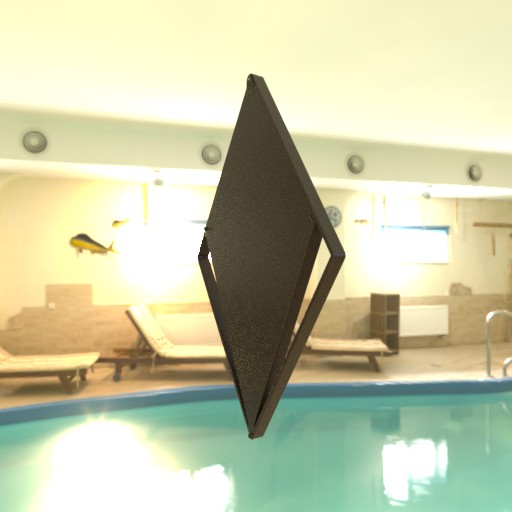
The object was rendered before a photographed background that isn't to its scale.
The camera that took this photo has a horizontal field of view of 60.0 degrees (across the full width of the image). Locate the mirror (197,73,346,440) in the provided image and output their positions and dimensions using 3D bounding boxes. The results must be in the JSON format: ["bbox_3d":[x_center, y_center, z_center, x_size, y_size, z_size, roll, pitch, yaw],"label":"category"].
[{"bbox_3d":[0.000,0.000,0.828,0.032,0.679,0.419,0,-1,-36],"label":"mirror"}]
